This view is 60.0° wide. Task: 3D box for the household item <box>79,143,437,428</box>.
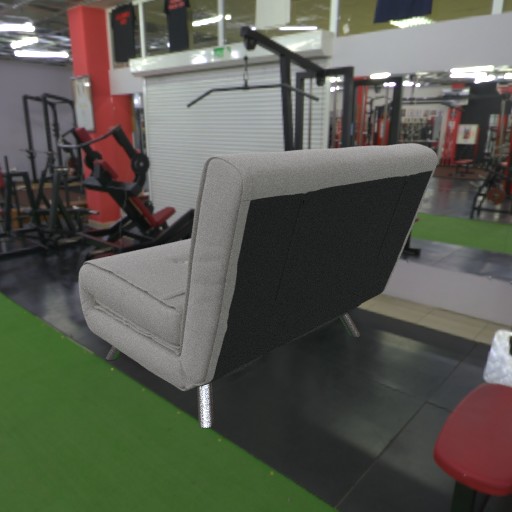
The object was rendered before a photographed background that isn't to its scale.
[{"bbox_3d":[0.000,0.000,1.635,0.874,0.800,1.000,15,22,42],"label":"household item"}]
